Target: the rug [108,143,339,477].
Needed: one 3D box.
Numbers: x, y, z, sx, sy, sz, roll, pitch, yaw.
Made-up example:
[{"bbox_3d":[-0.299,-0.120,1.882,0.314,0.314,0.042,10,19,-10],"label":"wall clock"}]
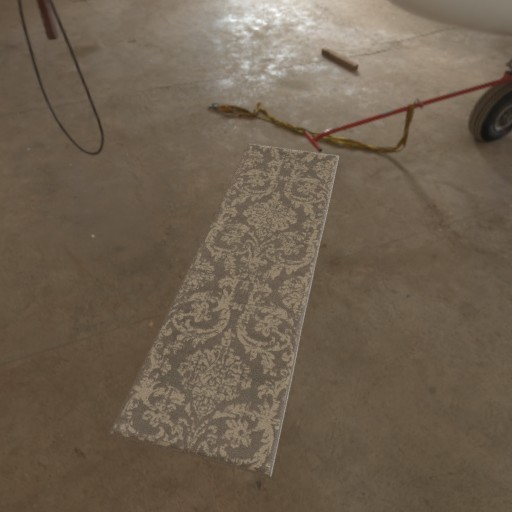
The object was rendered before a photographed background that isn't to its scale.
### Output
[{"bbox_3d":[0.000,0.000,2.440,0.662,0.011,2.196,10,47,10],"label":"rug"}]
